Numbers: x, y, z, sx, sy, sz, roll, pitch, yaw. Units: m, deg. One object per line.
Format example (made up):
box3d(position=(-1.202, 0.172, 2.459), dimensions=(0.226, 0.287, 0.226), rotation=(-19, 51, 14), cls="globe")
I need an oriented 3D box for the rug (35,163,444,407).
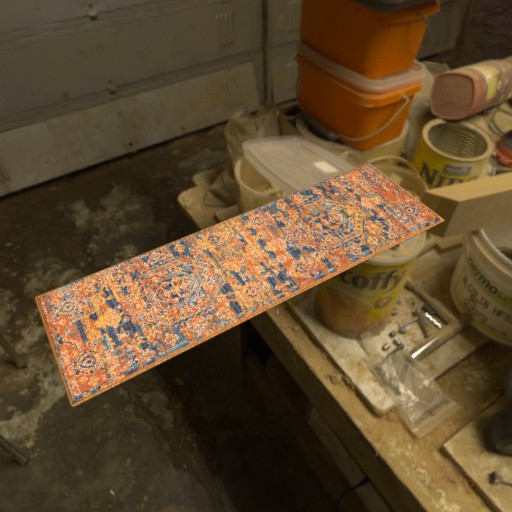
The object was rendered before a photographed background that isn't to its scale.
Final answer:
box3d(position=(0.000, 0.000, 2.001), dimensions=(1.820, 0.013, 0.556), rotation=(-24, 52, -21), cls="rug")
